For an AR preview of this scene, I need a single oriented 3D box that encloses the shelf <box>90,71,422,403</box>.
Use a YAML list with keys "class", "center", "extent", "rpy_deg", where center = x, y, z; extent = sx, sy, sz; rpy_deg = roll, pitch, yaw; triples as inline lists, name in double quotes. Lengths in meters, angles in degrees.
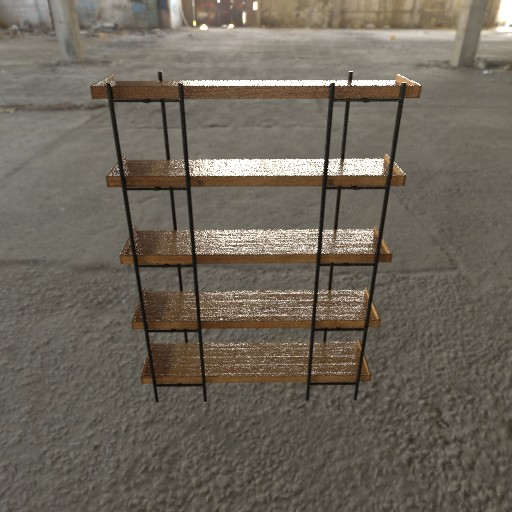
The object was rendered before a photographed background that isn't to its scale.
- class: "shelf"
  center: [0.000, 0.000, 2.417]
  extent: [1.371, 1.826, 0.379]
  rpy_deg: [0, 29, -1]
